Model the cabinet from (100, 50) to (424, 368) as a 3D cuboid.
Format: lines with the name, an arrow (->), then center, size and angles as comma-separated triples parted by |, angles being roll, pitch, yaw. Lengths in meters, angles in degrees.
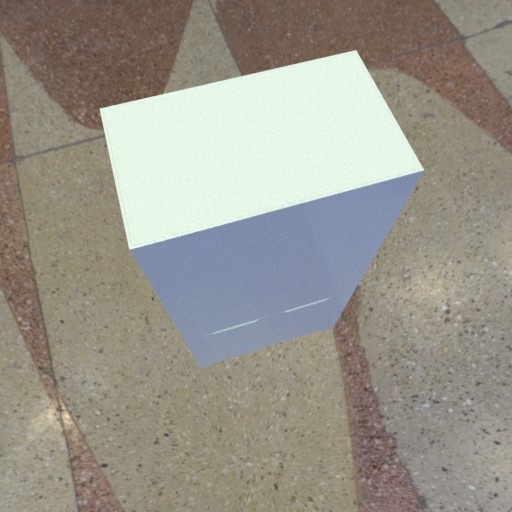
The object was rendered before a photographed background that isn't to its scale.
cabinet -> 0.000, 0.000, 2.384 | 0.980, 1.920, 0.580 | -16, 66, -7
